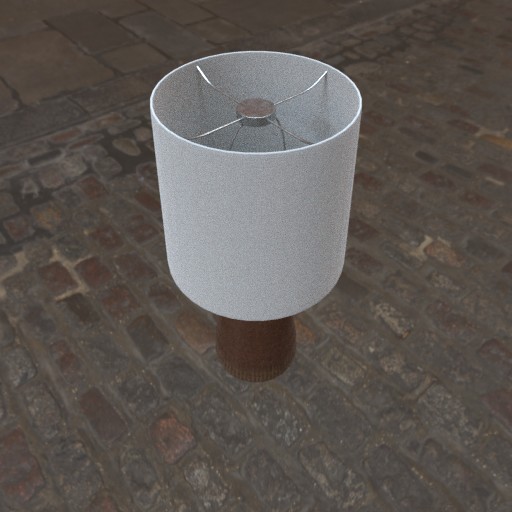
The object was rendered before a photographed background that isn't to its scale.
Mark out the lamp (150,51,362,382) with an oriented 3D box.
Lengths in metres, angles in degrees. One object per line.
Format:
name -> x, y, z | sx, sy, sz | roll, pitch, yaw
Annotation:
lamp -> 0.000, 0.000, 0.481 | 0.186, 0.369, 0.186 | 0, 47, 0
